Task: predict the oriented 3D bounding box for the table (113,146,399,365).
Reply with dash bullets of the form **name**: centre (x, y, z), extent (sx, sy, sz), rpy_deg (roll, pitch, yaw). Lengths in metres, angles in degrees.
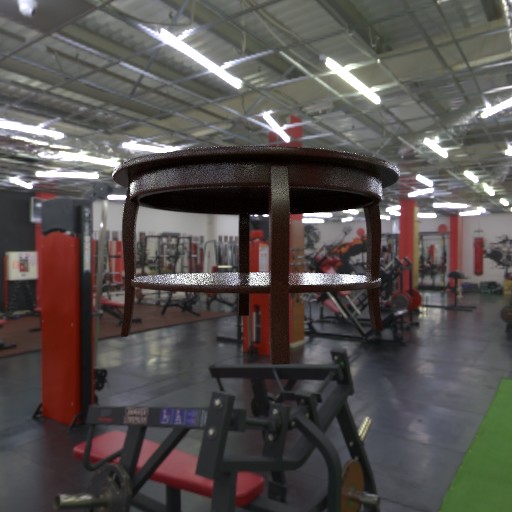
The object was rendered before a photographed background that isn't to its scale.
- **table**: centre (0.000, 0.000, 1.480), extent (0.911, 0.512, 0.911), rpy_deg (0, 0, 0)
